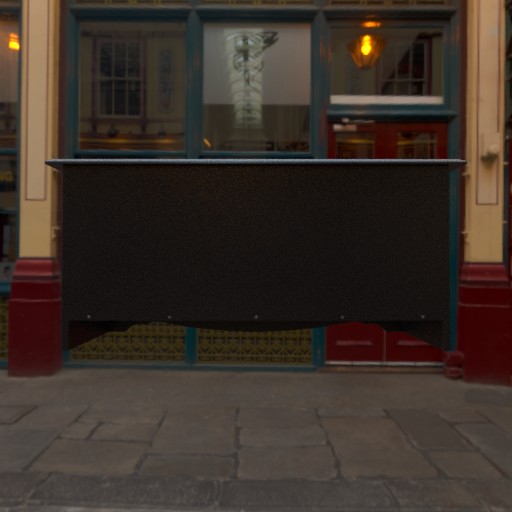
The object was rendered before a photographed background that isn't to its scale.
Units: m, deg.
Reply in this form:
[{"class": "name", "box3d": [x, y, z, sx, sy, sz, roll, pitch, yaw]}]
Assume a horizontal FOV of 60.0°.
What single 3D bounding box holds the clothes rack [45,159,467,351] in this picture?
[{"class": "clothes rack", "box3d": [0.000, 0.000, 1.476, 1.219, 0.556, 0.406, 0, -1, 0]}]
